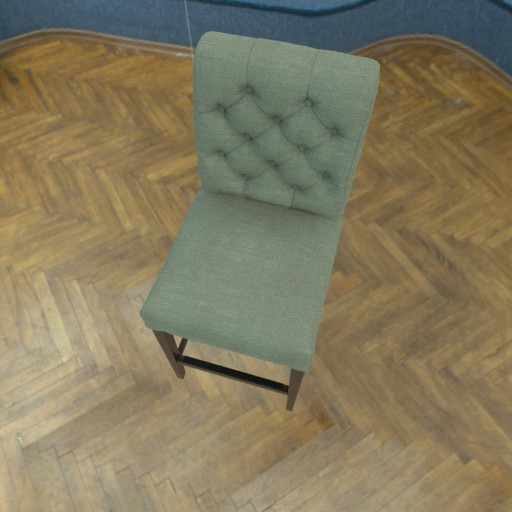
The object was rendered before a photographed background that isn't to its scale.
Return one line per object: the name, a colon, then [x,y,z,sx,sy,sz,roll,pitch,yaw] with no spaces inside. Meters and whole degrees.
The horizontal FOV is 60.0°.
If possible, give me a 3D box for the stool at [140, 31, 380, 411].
stool: [0.000,0.000,1.411,0.486,1.084,0.660,14,60,8]
